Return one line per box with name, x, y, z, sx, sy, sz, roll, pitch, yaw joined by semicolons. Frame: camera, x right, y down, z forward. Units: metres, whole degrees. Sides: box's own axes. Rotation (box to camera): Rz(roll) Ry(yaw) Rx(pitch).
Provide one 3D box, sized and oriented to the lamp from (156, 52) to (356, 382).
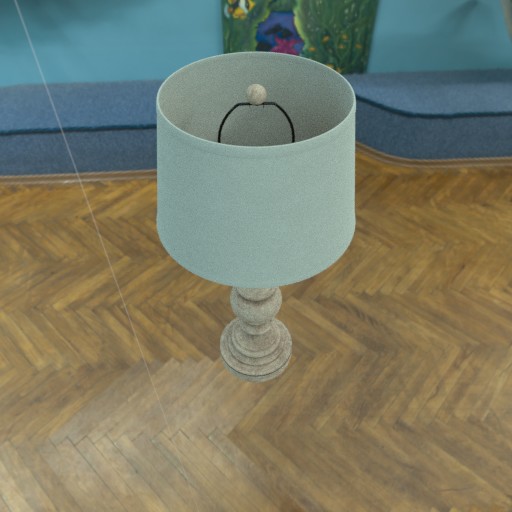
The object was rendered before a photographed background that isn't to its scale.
lamp;0.000;0.000;0.848;0.340;0.678;0.340;0;47;0
